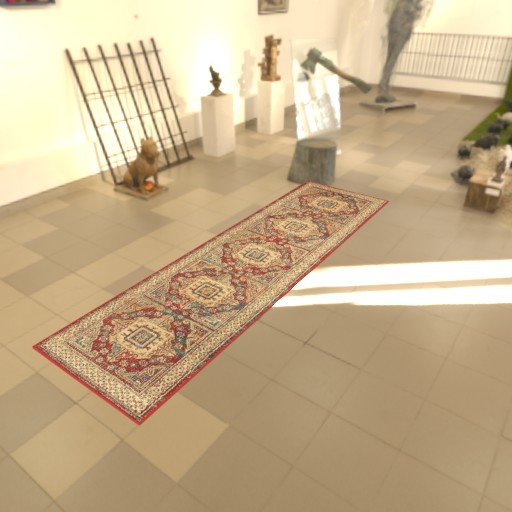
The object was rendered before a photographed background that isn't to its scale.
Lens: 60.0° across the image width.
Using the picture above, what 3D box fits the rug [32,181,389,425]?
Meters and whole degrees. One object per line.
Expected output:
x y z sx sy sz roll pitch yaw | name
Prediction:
0.000 0.000 2.482 0.659 0.015 2.292 20 37 30 | rug
